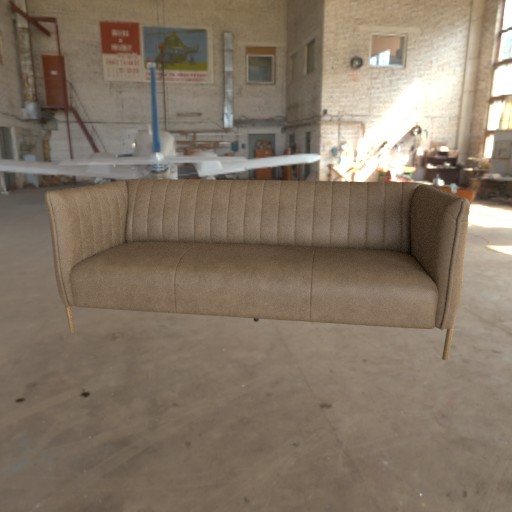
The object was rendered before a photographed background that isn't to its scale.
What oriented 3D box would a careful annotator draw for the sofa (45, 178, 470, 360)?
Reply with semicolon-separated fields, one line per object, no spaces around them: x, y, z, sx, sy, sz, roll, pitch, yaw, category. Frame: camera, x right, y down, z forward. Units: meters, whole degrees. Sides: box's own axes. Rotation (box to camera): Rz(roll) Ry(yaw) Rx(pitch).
0.000;0.000;2.448;1.980;0.779;0.876;2;14;9;sofa
